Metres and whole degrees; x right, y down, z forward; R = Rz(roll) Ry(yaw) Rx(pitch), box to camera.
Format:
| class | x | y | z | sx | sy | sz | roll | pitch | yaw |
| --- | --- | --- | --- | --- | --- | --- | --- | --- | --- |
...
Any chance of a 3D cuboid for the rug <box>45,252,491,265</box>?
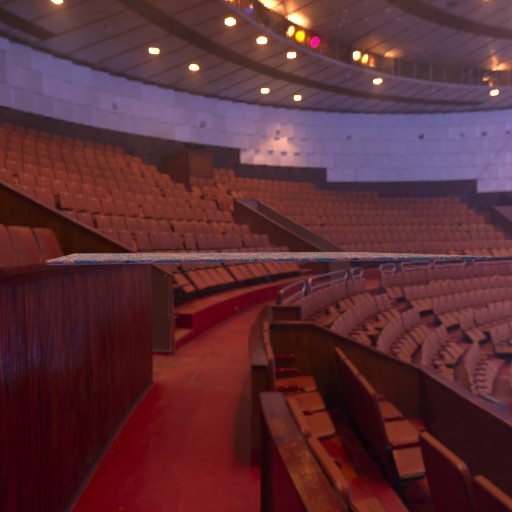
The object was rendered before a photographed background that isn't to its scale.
| class | x | y | z | sx | sy | sz | roll | pitch | yaw |
| --- | --- | --- | --- | --- | --- | --- | --- | --- | --- |
| rug | 0.000 | 0.000 | 2.288 | 1.836 | 0.014 | 1.216 | 0 | 2 | -18 |
